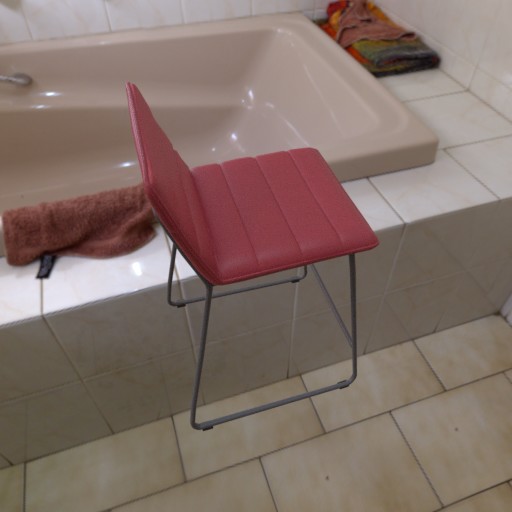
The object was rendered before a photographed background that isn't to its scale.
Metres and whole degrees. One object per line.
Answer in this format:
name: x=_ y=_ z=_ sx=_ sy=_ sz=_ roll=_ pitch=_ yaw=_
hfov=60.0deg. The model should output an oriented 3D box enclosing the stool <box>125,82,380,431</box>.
stool: x=0.000 y=0.000 z=1.187 sx=0.524 sy=0.866 sz=0.489 roll=-12 pitch=48 yaw=-11
